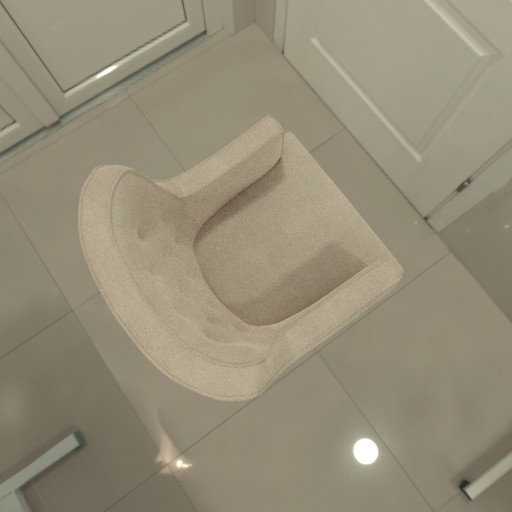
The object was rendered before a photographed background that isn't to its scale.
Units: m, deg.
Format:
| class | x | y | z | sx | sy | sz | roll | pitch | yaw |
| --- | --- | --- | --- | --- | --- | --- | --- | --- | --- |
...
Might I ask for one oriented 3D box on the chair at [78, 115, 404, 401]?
| class | x | y | z | sx | sy | sz | roll | pitch | yaw |
| --- | --- | --- | --- | --- | --- | --- | --- | --- | --- |
| chair | 0.000 | 0.000 | 1.632 | 0.910 | 0.920 | 0.781 | -35 | 78 | -8 |
